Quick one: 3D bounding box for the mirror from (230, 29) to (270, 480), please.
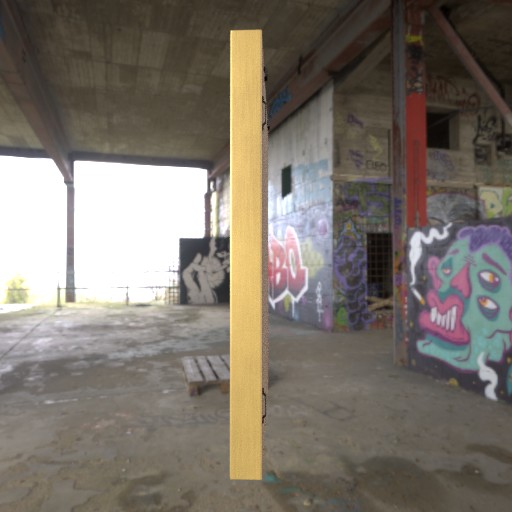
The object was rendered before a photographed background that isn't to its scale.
[{"bbox_3d":[0.000,0.000,0.702,0.041,0.508,0.405,0,-1,3],"label":"mirror"}]
